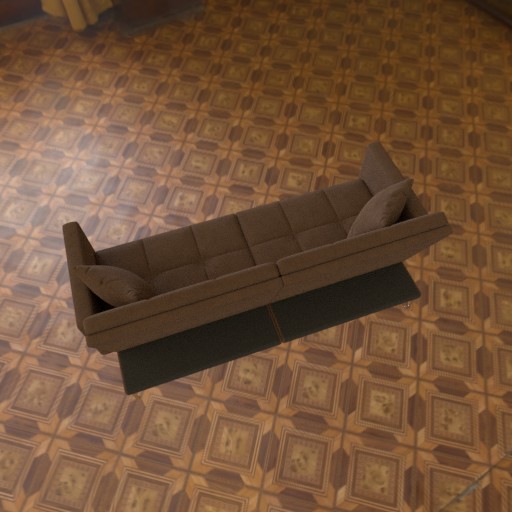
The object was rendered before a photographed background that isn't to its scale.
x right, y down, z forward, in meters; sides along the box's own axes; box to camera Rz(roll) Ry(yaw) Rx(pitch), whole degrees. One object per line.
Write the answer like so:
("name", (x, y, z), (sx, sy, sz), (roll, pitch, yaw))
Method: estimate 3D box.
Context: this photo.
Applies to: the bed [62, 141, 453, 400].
("bed", (0.000, 0.000, 2.445), (1.905, 0.787, 0.889), (-17, 60, -10))
